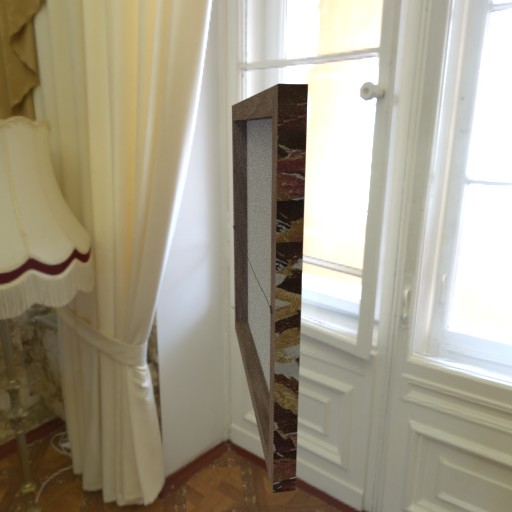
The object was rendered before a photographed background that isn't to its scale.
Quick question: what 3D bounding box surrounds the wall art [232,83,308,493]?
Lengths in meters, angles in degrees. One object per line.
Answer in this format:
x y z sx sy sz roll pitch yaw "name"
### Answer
0.000 0.000 0.915 0.041 0.613 0.609 -2 16 -8 "wall art"
